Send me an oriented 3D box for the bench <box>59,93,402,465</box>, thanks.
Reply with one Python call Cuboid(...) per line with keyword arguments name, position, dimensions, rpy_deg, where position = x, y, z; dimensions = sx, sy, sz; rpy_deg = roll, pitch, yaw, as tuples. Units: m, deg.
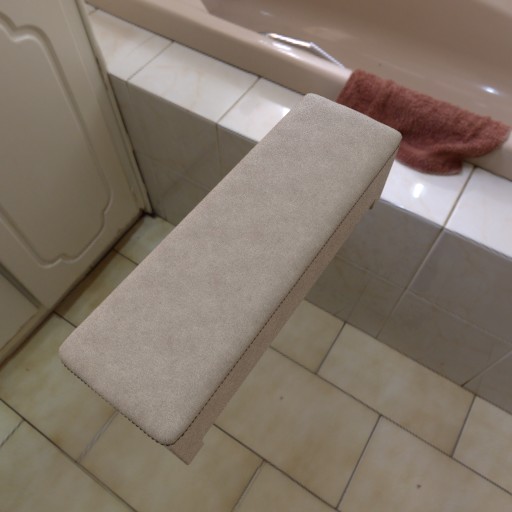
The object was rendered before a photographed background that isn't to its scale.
Cuboid(name="bench", position=(0.000, 0.000, 1.747), dimensions=(0.470, 0.447, 1.482), rpy_deg=(31, 64, 18))
